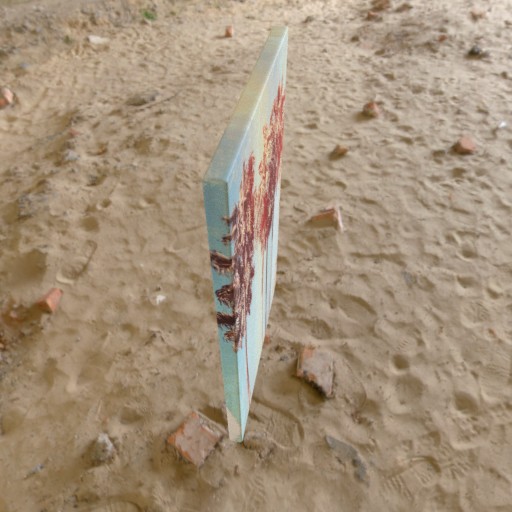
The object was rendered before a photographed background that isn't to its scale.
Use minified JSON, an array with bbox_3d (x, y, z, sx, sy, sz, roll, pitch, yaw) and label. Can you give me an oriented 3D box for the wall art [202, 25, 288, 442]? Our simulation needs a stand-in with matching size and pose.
[{"bbox_3d":[0.000,0.000,1.143,0.037,0.915,0.605,8,47,8],"label":"wall art"}]
